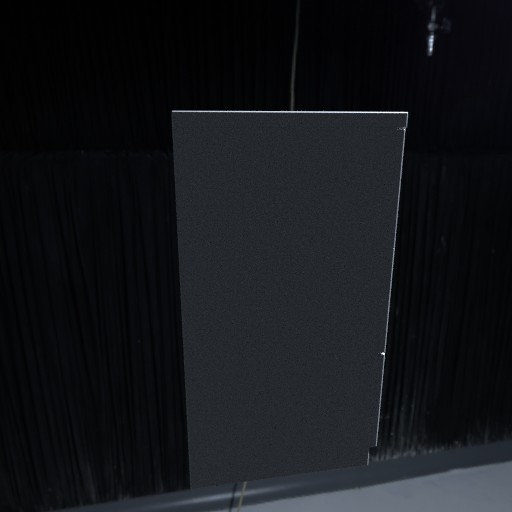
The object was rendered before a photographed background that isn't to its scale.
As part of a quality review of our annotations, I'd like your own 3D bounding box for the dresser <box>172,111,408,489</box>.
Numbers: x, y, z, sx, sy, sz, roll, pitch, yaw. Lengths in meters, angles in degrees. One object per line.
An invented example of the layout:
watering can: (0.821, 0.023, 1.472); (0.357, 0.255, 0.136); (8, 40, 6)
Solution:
dresser: (0.000, 0.000, 1.234); (0.420, 0.740, 0.830); (-3, 17, -10)
